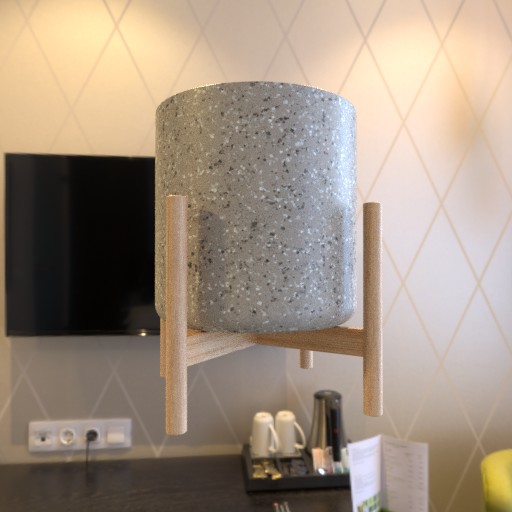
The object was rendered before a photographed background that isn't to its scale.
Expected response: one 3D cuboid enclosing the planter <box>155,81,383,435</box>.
[{"bbox_3d":[0.000,0.000,0.683,0.360,0.419,0.360,0,0,-36],"label":"planter"}]
